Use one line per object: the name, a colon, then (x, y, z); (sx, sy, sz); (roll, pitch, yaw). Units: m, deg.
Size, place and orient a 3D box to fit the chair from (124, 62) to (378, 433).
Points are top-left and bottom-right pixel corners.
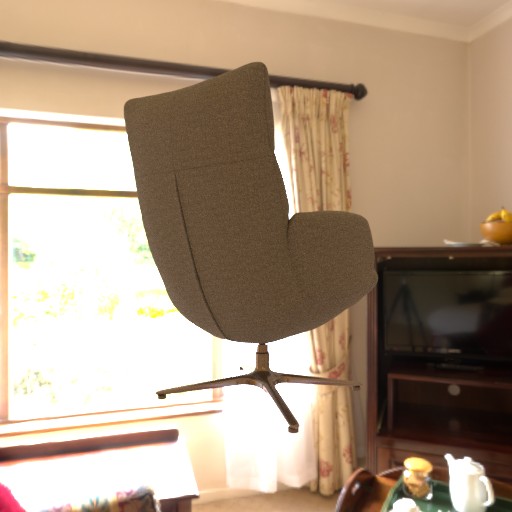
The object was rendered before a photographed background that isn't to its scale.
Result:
chair: (0.000, 0.000, 1.552); (0.702, 0.984, 0.831); (0, 0, 34)
